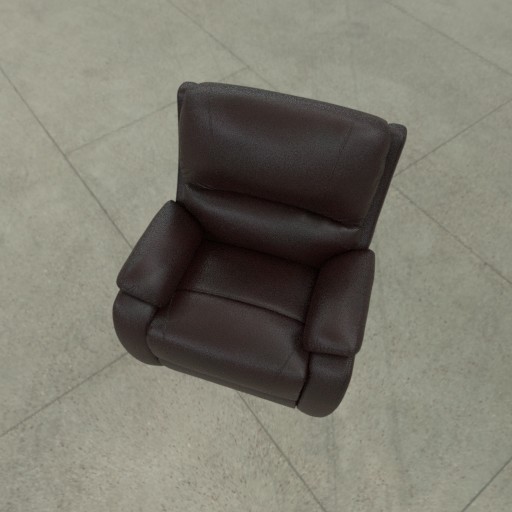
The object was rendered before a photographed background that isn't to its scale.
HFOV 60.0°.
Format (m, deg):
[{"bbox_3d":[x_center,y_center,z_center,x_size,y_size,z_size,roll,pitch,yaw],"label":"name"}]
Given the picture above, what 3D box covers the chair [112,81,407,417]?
[{"bbox_3d":[0.000,0.000,1.759,0.930,1.011,0.899,15,59,9],"label":"chair"}]
